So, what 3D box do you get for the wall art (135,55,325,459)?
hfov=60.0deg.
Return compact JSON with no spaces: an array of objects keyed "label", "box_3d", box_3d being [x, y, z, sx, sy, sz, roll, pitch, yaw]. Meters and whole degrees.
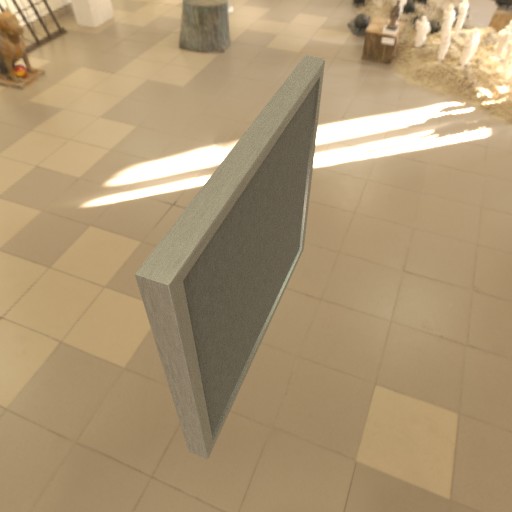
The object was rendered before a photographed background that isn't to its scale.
[{"label":"wall art","box_3d":[0.000,0.000,0.537,0.028,0.330,0.380,16,49,15]}]
